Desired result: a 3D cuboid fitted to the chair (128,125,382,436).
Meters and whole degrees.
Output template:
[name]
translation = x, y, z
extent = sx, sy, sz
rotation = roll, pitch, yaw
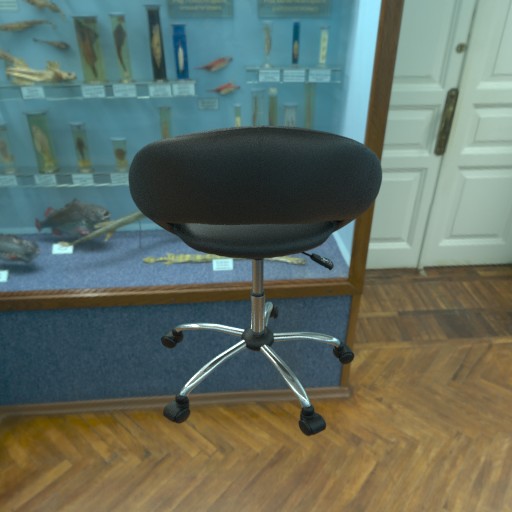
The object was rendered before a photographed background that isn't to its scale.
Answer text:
[chair]
translation = 0.000, 0.000, 1.173
extent = 0.612, 0.791, 0.538
rotation = -1, 30, -2
